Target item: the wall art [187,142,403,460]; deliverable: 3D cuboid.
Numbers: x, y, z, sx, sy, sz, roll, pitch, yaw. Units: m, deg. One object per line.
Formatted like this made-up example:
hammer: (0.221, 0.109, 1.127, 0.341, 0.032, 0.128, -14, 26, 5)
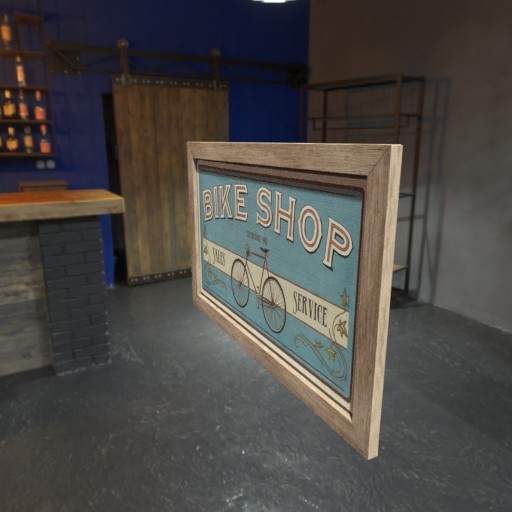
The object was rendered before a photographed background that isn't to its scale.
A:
wall art: (0.000, 0.000, 0.971, 0.021, 0.480, 0.780, -8, 17, -27)
